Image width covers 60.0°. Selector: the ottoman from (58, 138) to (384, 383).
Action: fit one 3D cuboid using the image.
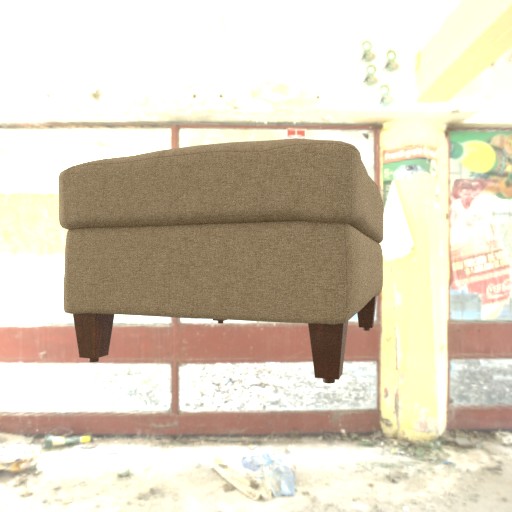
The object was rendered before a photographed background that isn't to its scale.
[{"bbox_3d":[0.000,0.000,1.311,0.692,0.511,0.889,0,-1,20],"label":"ottoman"}]
